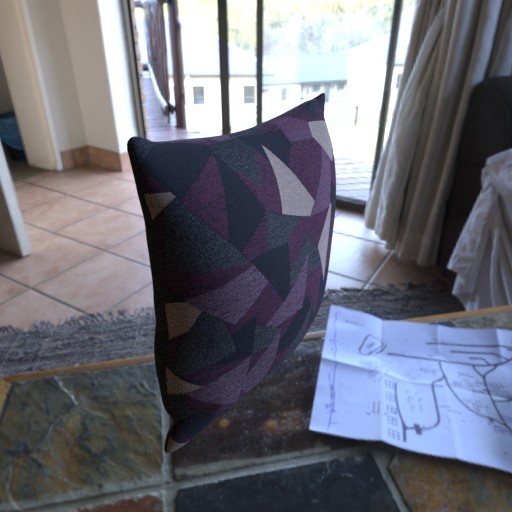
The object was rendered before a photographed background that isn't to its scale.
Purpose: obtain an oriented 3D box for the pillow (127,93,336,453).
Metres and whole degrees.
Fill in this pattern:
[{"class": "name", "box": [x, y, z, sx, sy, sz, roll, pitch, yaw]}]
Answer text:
[{"class": "pillow", "box": [0.000, 0.000, 0.770, 0.208, 0.496, 0.503, 17, 32, 29]}]
